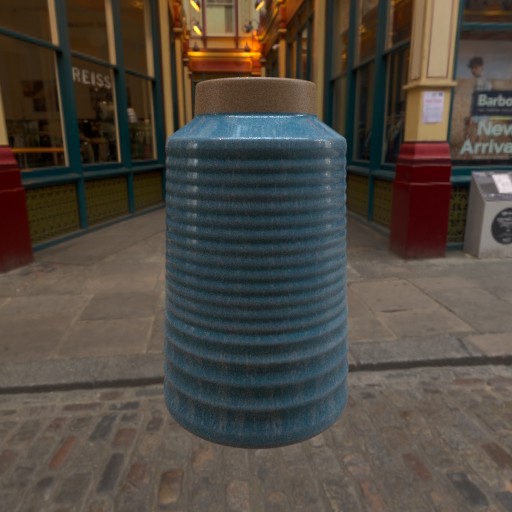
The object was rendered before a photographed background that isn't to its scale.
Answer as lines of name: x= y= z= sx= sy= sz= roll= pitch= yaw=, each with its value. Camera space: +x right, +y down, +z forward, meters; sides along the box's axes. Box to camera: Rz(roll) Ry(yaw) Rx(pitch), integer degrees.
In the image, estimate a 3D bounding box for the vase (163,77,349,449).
vase: x=0.000 y=0.000 z=0.369 sx=0.163 sy=0.267 sz=0.163 roll=0 pitch=15 yaw=0
